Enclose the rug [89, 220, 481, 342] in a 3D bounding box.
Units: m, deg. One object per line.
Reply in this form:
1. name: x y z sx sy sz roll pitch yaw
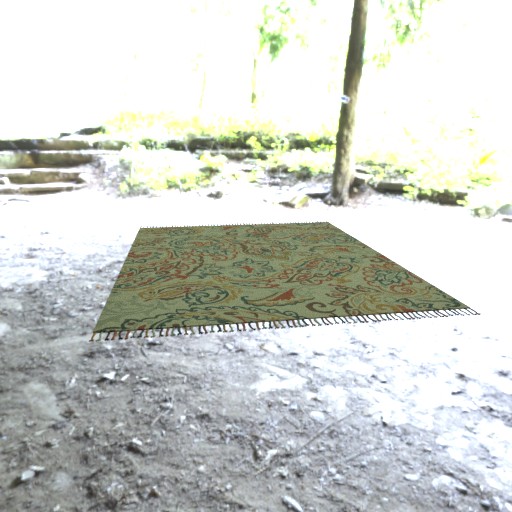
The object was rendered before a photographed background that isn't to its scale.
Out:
1. rug: 0.000 0.000 4.243 2.439 0.015 3.274 -2 16 -9
